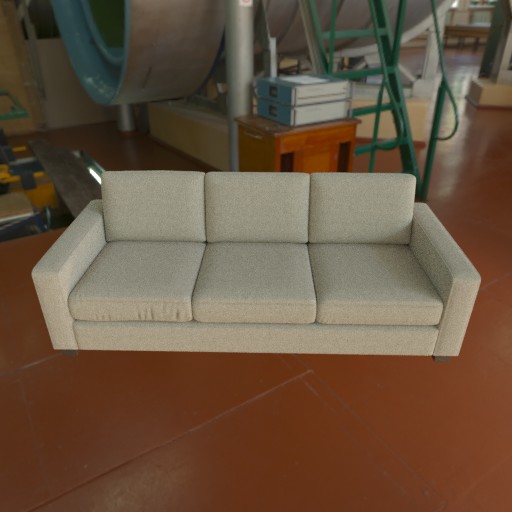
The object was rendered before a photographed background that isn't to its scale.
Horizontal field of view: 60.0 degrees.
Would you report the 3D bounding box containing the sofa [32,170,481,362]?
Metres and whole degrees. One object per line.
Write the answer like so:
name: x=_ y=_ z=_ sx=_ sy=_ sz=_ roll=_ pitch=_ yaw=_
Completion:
sofa: x=0.000 y=0.000 z=2.554 sx=2.160 sy=0.800 sz=0.900 roll=1 pitch=30 yaw=1
